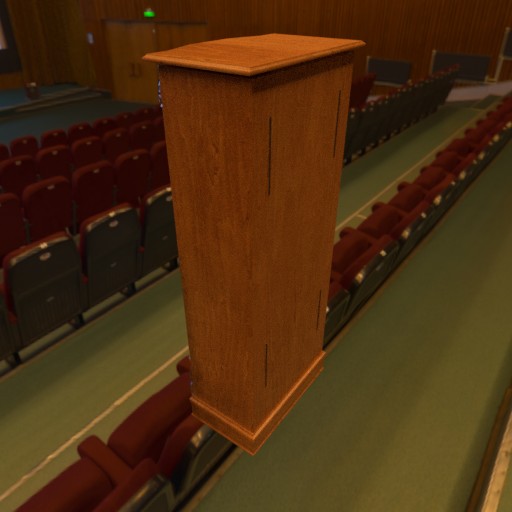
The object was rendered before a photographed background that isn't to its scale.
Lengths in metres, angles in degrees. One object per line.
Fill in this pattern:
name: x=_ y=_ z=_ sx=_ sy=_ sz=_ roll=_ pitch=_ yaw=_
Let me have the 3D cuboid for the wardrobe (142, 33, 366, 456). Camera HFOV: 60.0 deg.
wardrobe: x=0.000 y=0.000 z=1.111 sx=0.273 sy=0.959 sz=0.406 roll=21 pitch=38 yaw=30
